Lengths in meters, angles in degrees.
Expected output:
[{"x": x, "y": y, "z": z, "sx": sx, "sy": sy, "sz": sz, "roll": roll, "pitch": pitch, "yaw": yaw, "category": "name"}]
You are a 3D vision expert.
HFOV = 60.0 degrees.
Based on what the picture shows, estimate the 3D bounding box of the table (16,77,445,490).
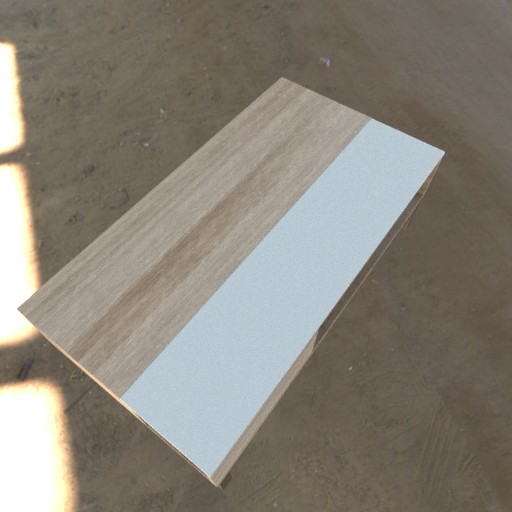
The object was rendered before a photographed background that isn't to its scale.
[{"x": 0.000, "y": 0.000, "z": 1.339, "sx": 0.600, "sy": 0.350, "sz": 1.100, "roll": 32, "pitch": 63, "yaw": 19, "category": "table"}]
